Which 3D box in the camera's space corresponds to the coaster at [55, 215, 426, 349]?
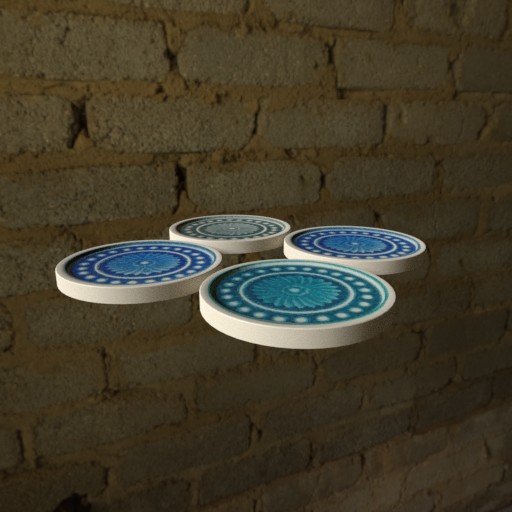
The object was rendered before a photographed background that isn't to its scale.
[{"bbox_3d":[0.000,0.000,0.325,0.220,0.010,0.224,8,18,27],"label":"coaster"}]
